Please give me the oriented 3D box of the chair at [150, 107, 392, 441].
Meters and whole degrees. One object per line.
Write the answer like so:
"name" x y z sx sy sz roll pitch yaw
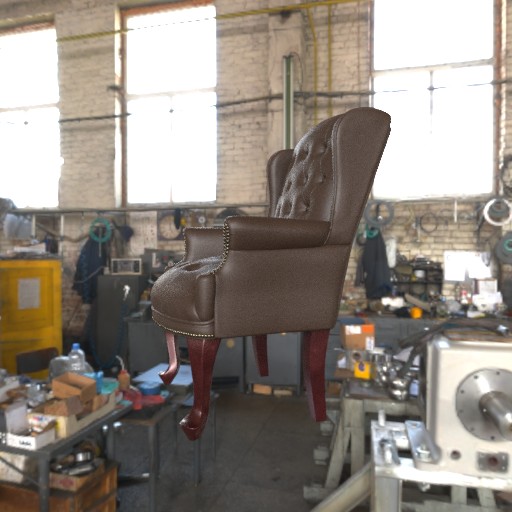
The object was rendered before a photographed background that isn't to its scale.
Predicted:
"chair" 0.000 0.000 1.763 0.819 1.132 0.829 0 1 -19
